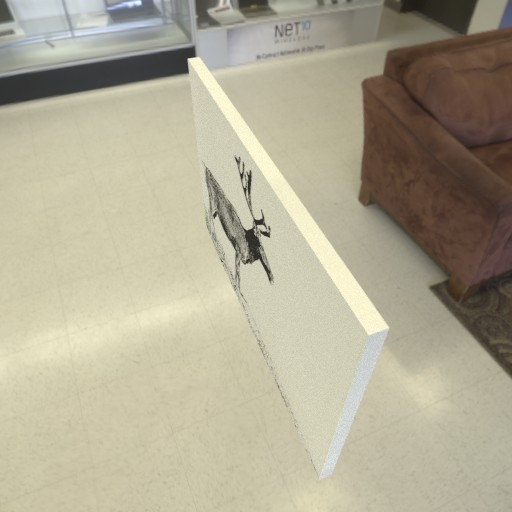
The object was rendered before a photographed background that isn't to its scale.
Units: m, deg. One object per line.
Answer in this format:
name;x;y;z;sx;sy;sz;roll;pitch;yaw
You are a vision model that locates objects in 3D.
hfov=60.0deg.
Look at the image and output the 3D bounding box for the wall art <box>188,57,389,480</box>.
wall art;0.000;0.000;1.101;0.033;0.617;0.906;-16;49;-14
